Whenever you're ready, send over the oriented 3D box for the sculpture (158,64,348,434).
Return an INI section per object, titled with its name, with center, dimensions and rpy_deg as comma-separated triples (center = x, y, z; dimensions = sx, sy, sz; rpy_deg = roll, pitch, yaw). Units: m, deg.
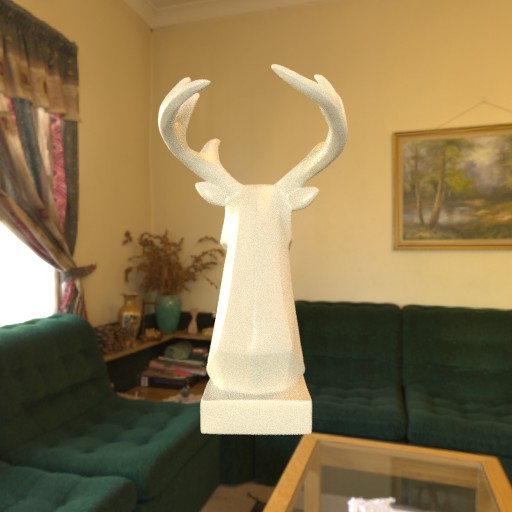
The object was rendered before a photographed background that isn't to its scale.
[sculpture]
center = 0.000, 0.000, 0.454
dimensions = 0.174, 0.329, 0.224
rpy_deg = 0, 0, 1
